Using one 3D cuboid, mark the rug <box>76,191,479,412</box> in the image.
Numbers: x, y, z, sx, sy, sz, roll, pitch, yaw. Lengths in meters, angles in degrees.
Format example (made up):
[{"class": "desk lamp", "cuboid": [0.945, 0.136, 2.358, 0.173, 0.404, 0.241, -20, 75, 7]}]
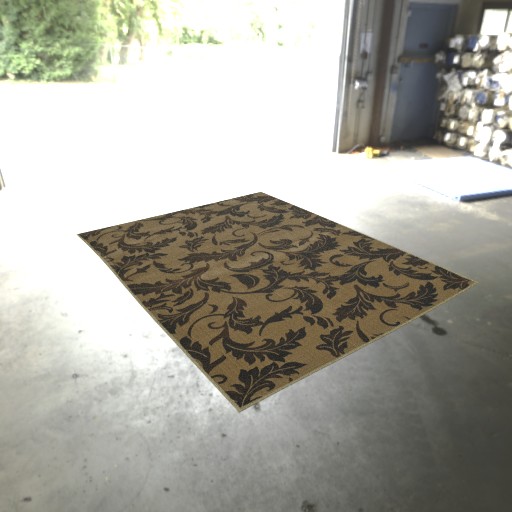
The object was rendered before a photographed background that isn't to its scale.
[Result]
[{"class": "rug", "cuboid": [0.000, 0.000, 4.067, 2.380, 0.008, 2.977, -18, 32, -32]}]
